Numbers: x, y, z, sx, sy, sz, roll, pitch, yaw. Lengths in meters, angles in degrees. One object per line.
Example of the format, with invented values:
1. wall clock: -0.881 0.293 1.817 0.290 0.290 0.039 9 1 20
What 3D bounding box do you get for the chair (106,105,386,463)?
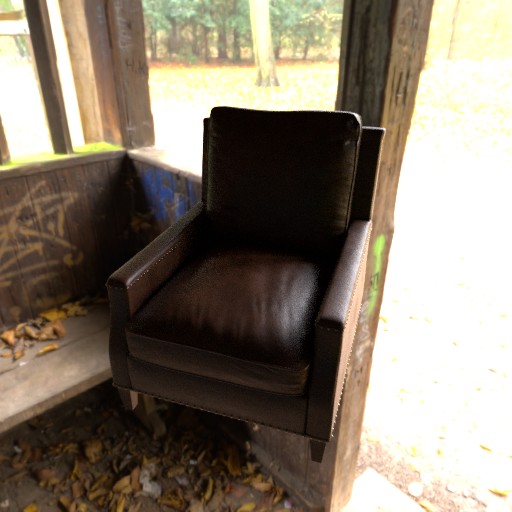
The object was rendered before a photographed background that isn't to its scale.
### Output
1. chair: 0.000 0.000 1.822 0.854 1.054 1.035 9 29 16
